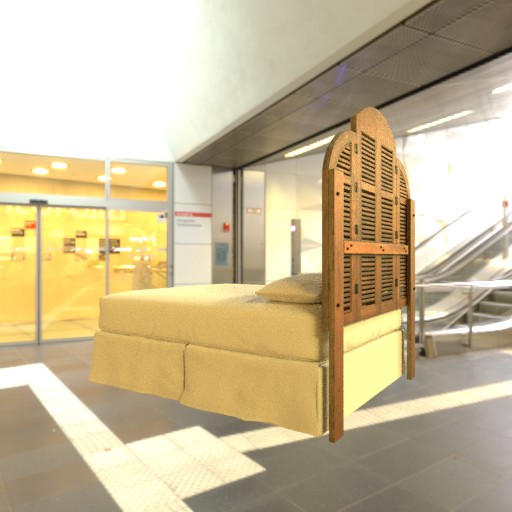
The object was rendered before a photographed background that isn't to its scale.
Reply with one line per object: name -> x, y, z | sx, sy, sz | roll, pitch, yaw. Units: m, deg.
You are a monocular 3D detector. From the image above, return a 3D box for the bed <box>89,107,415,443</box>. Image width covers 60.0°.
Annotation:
bed -> 0.000, 0.000, 3.640 | 2.138, 2.019, 1.713 | 0, 0, 34
